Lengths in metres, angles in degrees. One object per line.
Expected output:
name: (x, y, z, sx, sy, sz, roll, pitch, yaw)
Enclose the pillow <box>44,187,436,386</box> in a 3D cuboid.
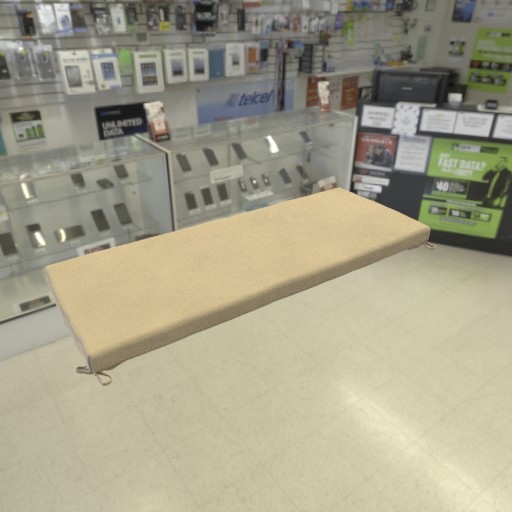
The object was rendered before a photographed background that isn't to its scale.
pillow: (0.000, 0.000, 1.377, 1.187, 0.081, 0.492, -18, 34, -29)
